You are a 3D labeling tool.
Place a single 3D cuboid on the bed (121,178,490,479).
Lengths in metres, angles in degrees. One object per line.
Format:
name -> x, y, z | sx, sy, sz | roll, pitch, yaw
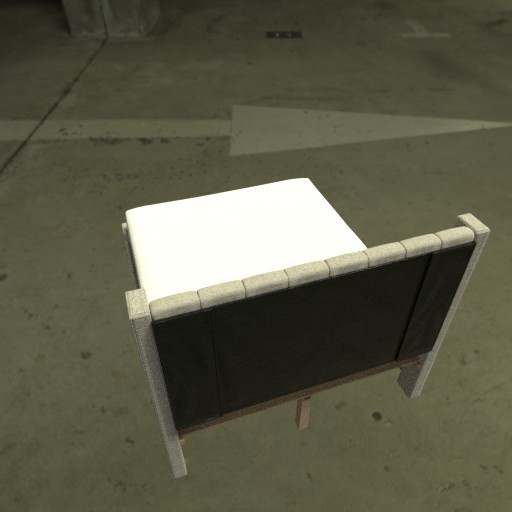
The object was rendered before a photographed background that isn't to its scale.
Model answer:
bed -> 0.000, 0.000, 3.680 | 2.044, 1.748, 2.372 | -13, 42, -14
